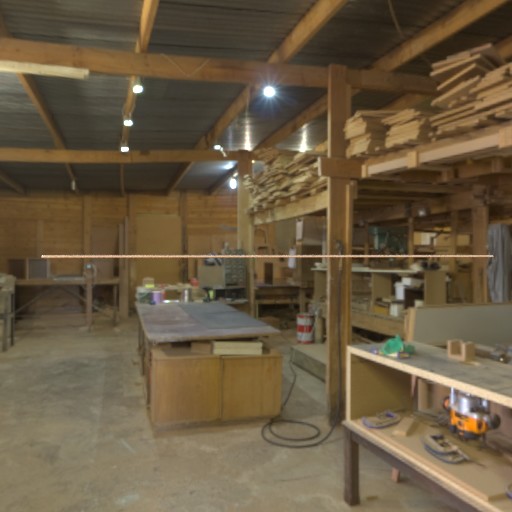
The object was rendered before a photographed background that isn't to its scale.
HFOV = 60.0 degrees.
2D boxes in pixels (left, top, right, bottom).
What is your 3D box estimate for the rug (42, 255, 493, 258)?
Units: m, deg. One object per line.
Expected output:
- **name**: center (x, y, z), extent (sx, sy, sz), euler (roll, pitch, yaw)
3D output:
- **rug**: center (0.000, 0.000, 2.263), extent (1.829, 0.009, 1.219), euler (0, 0, -18)
